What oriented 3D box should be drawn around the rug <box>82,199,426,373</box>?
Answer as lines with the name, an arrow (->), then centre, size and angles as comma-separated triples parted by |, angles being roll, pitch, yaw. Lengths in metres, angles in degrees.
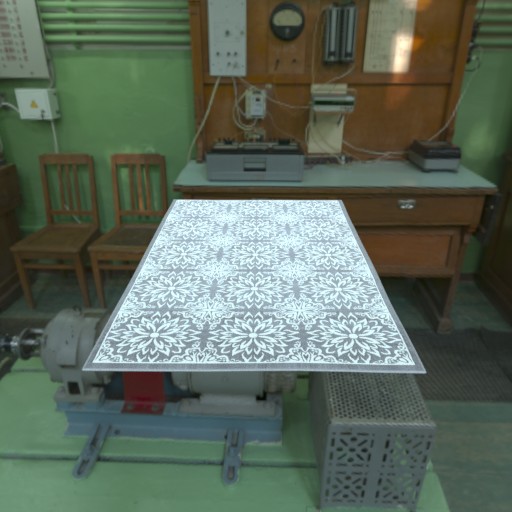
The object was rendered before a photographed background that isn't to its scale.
rug -> 0.000, 0.000, 3.563 | 1.819, 0.018, 2.746 | 0, 26, 1
